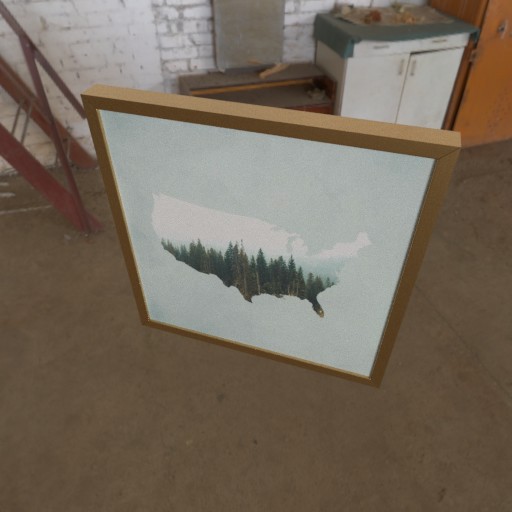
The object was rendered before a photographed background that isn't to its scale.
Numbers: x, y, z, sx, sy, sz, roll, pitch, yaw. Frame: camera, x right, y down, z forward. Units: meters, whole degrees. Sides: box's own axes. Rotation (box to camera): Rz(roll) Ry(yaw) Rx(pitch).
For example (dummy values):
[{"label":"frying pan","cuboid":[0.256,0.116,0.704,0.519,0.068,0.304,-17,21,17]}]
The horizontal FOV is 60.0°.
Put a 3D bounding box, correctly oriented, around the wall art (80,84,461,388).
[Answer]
[{"label":"wall art","cuboid":[0.000,0.000,0.752,0.509,0.509,0.040,12,43,13]}]
